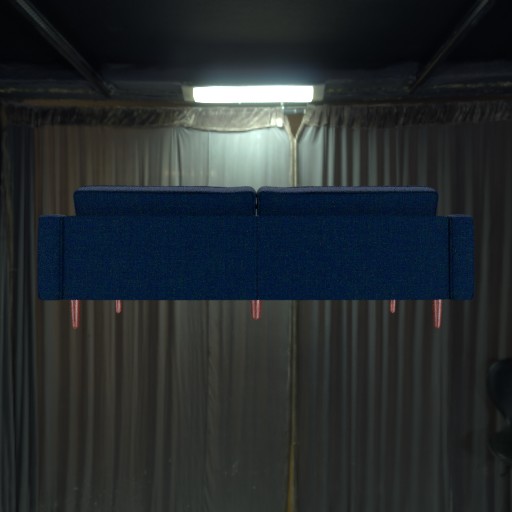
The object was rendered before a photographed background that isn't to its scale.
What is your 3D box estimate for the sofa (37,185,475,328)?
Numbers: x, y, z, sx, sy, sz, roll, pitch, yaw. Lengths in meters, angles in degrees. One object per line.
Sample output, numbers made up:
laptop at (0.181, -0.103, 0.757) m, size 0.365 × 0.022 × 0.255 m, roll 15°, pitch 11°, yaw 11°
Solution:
sofa at (0.000, 0.000, 2.674) m, size 2.210 × 0.762 × 0.914 m, roll 0°, pitch -1°, yaw 0°
